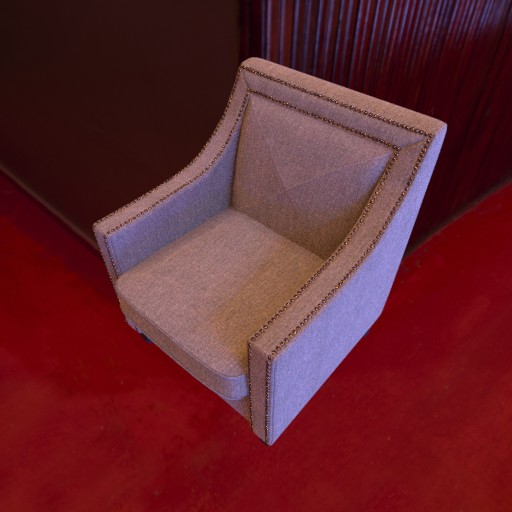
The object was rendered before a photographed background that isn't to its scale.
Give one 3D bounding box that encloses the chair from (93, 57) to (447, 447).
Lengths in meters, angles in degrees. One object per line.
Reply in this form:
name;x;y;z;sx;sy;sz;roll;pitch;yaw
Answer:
chair;0.000;0.000;1.581;0.776;0.967;0.884;32;53;27
